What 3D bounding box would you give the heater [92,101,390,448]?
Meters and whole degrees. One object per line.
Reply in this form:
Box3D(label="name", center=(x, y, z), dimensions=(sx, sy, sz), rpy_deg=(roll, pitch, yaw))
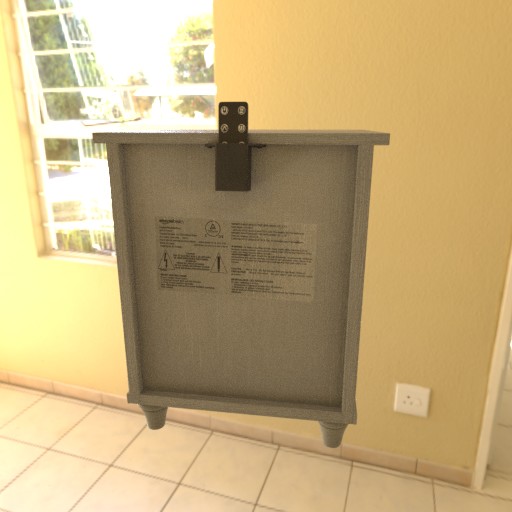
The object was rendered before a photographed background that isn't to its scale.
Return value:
Box3D(label="heater", center=(0.000, 0.000, 0.756), dimensions=(0.362, 0.481, 0.400), rpy_deg=(2, 17, 8))
